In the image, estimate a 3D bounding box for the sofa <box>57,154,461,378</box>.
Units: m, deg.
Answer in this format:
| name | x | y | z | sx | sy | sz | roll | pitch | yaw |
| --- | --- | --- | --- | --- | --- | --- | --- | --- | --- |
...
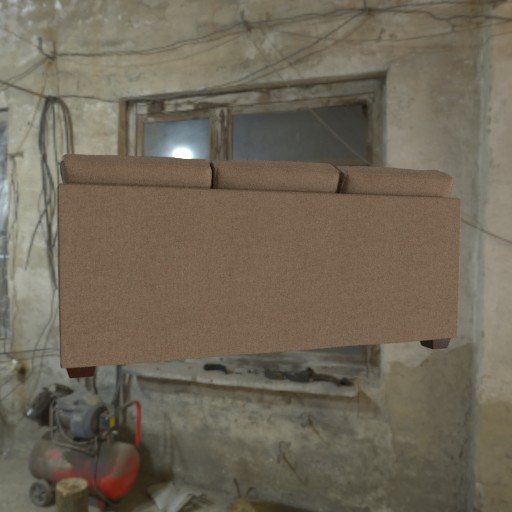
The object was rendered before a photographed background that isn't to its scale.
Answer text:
| name | x | y | z | sx | sy | sz | roll | pitch | yaw |
| --- | --- | --- | --- | --- | --- | --- | --- | --- | --- |
| sofa | 0.000 | 0.000 | 2.683 | 2.092 | 1.036 | 1.127 | -1 | 2 | -18 |
